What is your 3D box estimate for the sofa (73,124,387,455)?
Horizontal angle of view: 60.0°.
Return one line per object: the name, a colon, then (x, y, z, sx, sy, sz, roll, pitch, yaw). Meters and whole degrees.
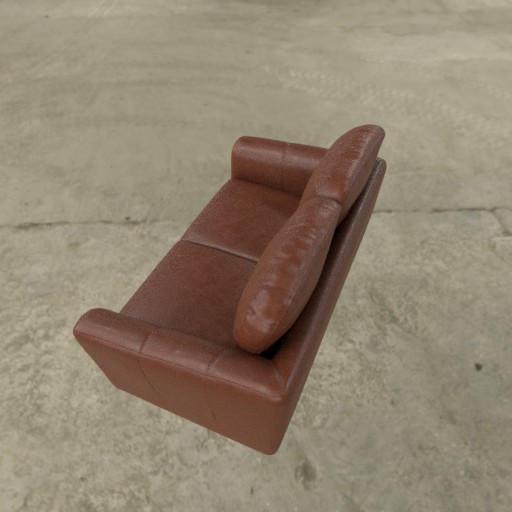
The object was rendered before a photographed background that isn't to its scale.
sofa: (0.000, 0.000, 1.937, 0.805, 0.906, 1.406, 17, 48, 16)
